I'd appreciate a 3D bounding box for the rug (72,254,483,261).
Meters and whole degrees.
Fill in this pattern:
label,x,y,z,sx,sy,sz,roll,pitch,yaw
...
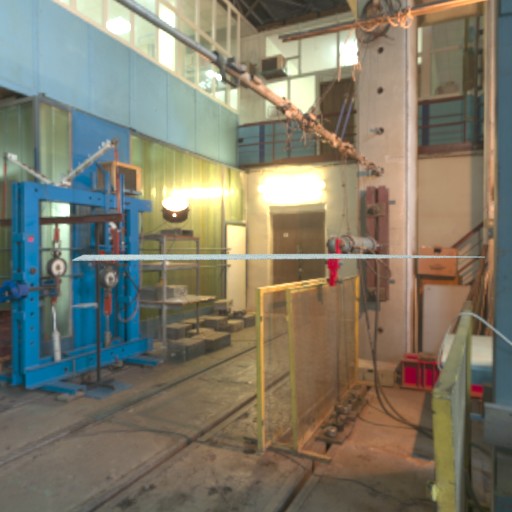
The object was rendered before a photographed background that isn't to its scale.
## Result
label,x,y,z,sx,sy,sz,roll,pitch,yaw
rug,0.000,0.000,4.319,3.197,0.006,2.438,0,1,-20
